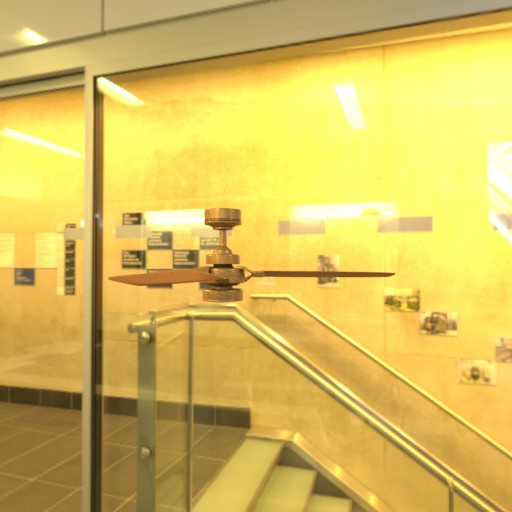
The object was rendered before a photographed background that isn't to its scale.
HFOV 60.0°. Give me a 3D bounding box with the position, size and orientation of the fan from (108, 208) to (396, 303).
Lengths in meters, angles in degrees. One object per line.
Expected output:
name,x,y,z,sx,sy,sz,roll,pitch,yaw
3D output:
fan,0.000,0.000,2.014,1.271,0.425,1.416,0,-1,-1
